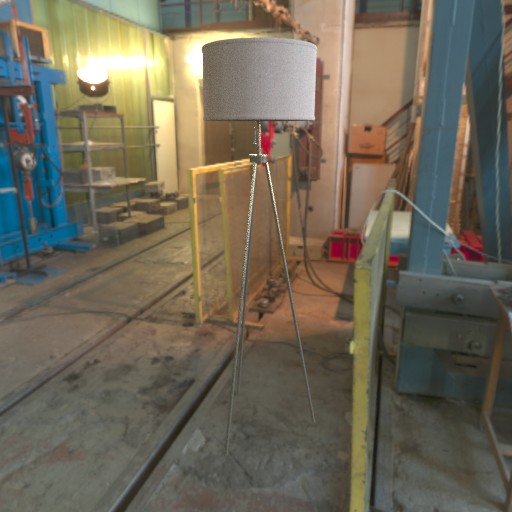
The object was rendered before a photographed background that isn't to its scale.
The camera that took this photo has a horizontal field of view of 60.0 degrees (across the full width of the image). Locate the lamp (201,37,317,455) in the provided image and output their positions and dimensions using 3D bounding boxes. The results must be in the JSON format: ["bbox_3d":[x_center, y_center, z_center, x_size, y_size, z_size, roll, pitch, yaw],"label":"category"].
[{"bbox_3d":[0.000,0.000,1.808,0.449,1.545,0.460,-9,18,-27],"label":"lamp"}]
